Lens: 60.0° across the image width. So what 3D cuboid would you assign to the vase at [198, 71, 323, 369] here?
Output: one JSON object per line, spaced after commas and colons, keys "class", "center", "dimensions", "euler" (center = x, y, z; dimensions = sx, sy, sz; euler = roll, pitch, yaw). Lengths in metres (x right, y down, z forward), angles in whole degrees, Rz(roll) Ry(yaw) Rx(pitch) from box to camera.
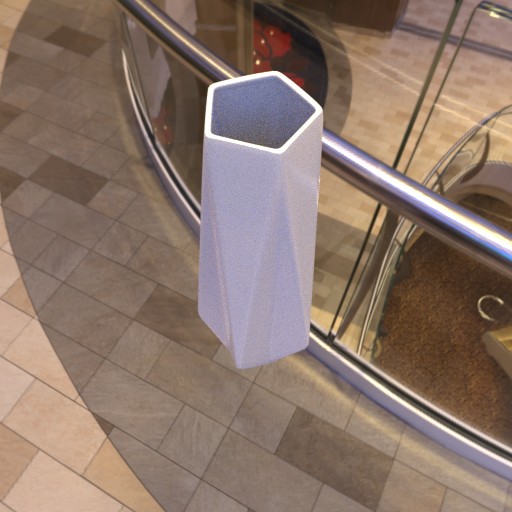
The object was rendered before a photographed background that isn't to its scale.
{"class": "vase", "center": [0.000, 0.000, 0.389], "dimensions": [0.122, 0.329, 0.116], "euler": [-16, 60, -9]}
